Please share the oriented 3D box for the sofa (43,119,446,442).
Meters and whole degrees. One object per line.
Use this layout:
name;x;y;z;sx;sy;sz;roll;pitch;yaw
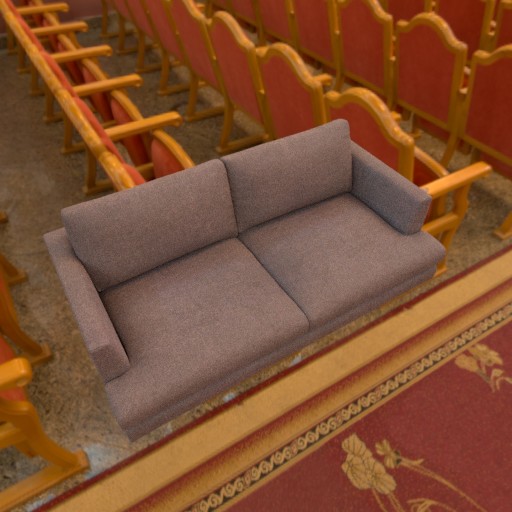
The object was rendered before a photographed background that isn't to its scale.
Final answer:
sofa;0.000;0.000;2.452;1.948;0.868;1.020;-23;50;-21
